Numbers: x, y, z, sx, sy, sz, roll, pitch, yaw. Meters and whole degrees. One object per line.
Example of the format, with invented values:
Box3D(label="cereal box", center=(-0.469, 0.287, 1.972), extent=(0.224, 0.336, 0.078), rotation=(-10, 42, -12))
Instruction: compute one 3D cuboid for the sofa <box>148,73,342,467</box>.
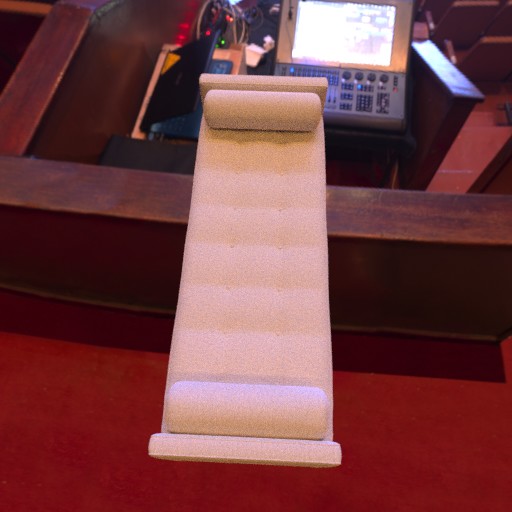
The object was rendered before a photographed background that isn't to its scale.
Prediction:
Box3D(label="sofa", center=(0.000, 0.000, 2.333), extent=(0.746, 0.641, 1.985), rotation=(2, 64, 1))
